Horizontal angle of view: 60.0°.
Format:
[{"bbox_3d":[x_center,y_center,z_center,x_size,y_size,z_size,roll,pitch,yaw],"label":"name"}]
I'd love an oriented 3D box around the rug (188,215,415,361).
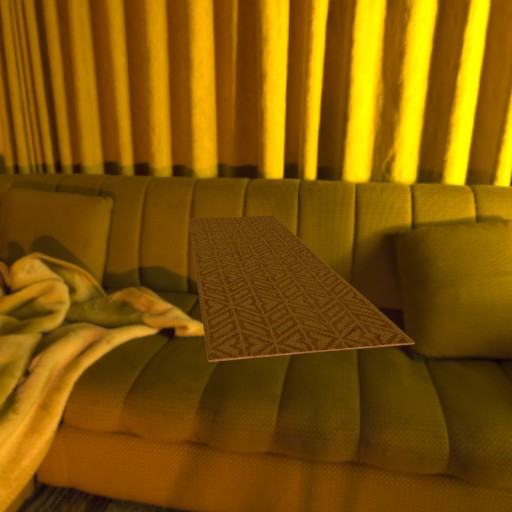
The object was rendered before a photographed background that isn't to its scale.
[{"bbox_3d":[0.000,0.000,2.699,0.750,0.009,2.435,-3,16,-9],"label":"rug"}]
